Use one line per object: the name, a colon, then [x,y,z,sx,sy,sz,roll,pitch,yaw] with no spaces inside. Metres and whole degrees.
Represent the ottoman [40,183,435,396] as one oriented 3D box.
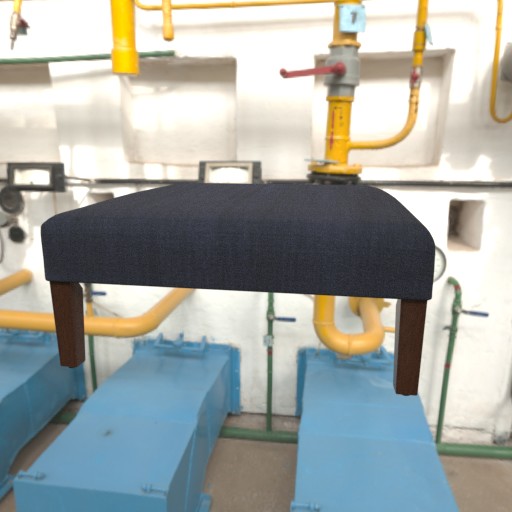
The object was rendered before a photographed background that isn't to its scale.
ottoman: [0.000,0.000,1.420,0.889,0.411,0.890,2,14,9]
